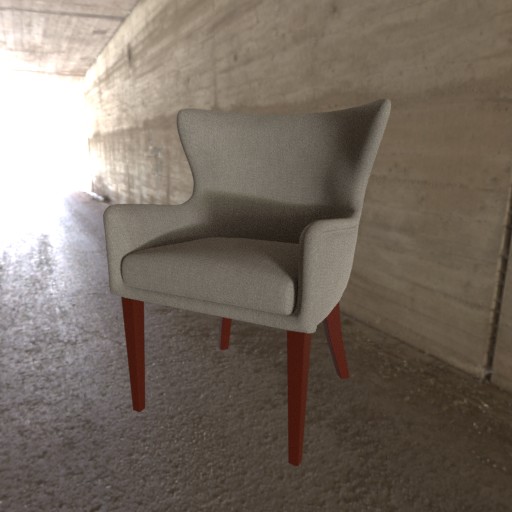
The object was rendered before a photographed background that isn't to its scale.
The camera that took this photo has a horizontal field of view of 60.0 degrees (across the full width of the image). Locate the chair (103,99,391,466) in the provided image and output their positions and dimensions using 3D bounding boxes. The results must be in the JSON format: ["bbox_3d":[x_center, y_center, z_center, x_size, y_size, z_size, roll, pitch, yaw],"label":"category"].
[{"bbox_3d":[0.000,0.000,1.418,0.732,0.948,0.677,7,16,26],"label":"chair"}]
